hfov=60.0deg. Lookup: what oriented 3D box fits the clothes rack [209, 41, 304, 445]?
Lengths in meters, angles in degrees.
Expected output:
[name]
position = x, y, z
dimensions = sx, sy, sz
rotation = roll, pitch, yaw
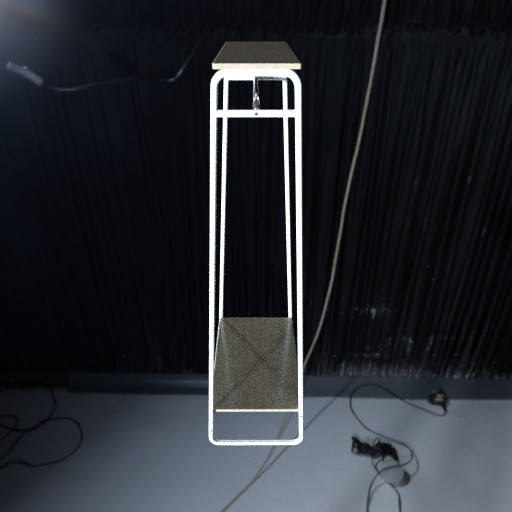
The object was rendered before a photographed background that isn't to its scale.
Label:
[clothes rack]
position = 0.000, 0.000, 1.789
dimensions = 0.400, 1.512, 0.640
rotation = 0, 30, 0
